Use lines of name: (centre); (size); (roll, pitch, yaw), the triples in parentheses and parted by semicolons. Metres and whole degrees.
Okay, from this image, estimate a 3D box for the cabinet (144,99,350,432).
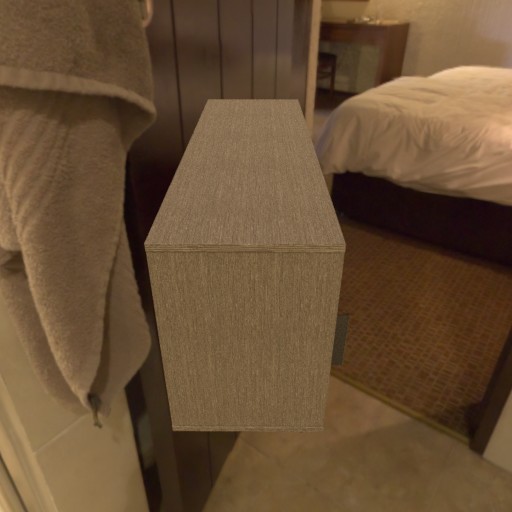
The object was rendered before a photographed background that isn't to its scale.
cabinet: (0.000, 0.000, 1.532); (0.405, 0.787, 1.194); (0, 32, 0)
